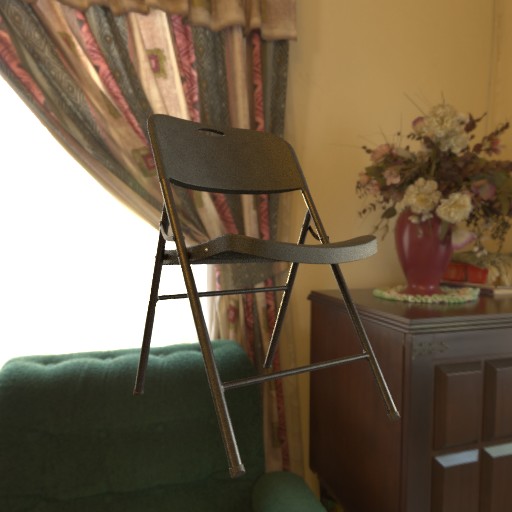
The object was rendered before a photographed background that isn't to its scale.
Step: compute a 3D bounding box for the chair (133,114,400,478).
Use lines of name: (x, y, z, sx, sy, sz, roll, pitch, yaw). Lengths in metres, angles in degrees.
chair: (0.000, 0.000, 1.182, 0.494, 0.810, 0.566, -1, 3, -35)
